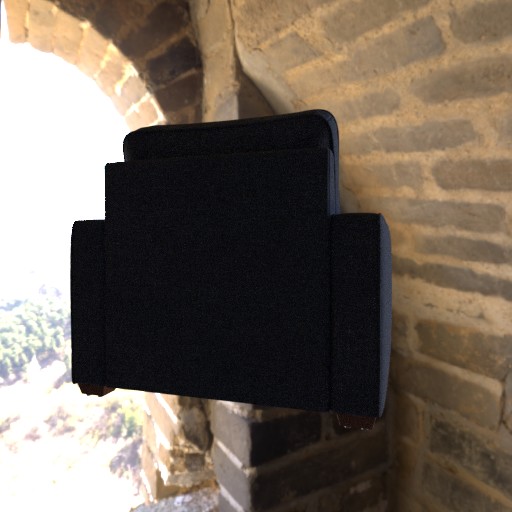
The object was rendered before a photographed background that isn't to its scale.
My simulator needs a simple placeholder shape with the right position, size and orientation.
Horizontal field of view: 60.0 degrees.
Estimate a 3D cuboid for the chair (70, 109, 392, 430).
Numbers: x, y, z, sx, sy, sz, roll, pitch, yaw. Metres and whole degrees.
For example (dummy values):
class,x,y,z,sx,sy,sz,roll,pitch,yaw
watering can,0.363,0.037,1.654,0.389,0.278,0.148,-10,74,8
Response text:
class,x,y,z,sx,sy,sz,roll,pitch,yaw
chair,0.000,0.000,1.738,1.017,0.919,0.940,0,1,18
